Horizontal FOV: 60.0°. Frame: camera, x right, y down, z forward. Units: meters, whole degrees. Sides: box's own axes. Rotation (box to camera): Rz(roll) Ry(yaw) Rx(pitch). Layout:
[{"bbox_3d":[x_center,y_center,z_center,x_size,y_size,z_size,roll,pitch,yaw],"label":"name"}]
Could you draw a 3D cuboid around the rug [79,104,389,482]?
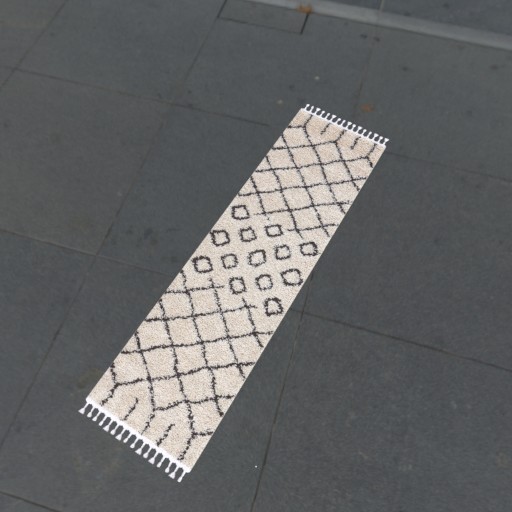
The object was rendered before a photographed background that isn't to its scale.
[{"bbox_3d":[0.000,0.000,2.664,0.660,0.005,2.464,29,68,13],"label":"rug"}]
